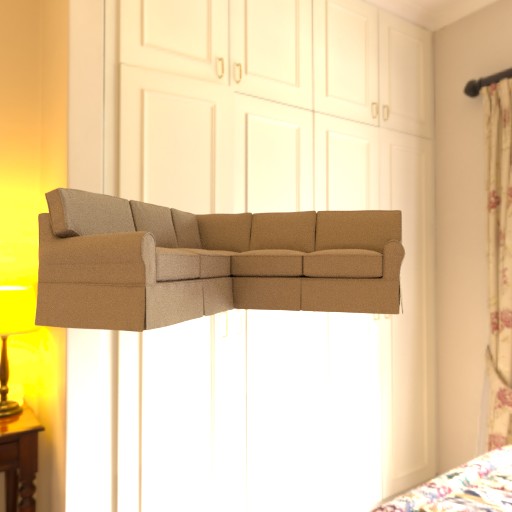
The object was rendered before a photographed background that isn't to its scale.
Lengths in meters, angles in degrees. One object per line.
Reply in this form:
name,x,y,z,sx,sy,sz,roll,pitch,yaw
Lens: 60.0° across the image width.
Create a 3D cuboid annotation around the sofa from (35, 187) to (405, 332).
sofa,0.000,0.000,4.268,2.733,1.124,2.730,0,-1,18
